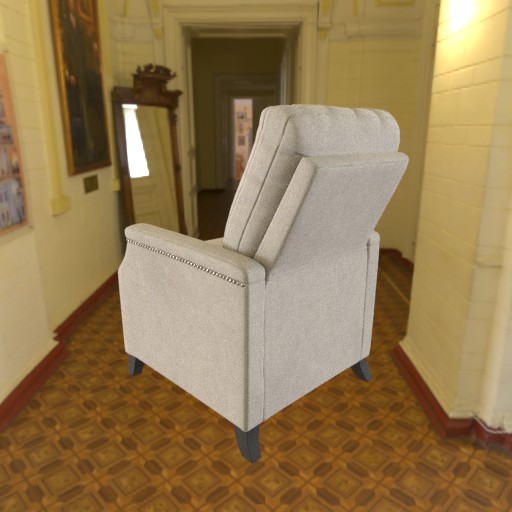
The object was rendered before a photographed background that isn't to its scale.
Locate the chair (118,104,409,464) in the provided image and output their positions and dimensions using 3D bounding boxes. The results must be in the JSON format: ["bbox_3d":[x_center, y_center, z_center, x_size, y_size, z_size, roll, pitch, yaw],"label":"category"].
[{"bbox_3d":[0.000,0.000,1.666,0.710,1.049,0.922,-15,21,-43],"label":"chair"}]
